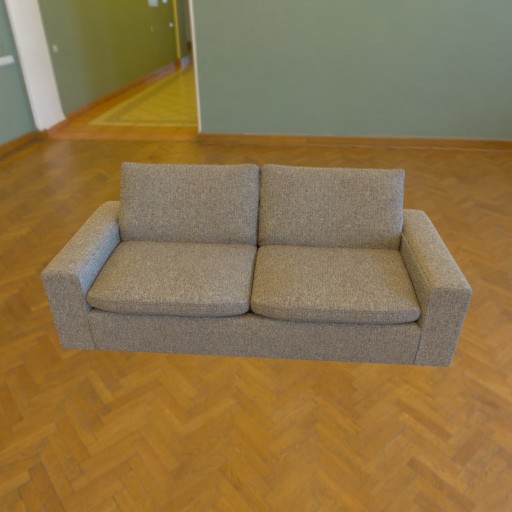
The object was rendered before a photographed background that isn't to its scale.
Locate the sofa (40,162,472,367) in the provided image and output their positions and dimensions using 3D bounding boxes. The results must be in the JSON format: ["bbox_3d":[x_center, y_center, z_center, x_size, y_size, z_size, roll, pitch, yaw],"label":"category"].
[{"bbox_3d":[0.000,0.000,2.775,2.299,0.922,1.040,2,31,3],"label":"sofa"}]
